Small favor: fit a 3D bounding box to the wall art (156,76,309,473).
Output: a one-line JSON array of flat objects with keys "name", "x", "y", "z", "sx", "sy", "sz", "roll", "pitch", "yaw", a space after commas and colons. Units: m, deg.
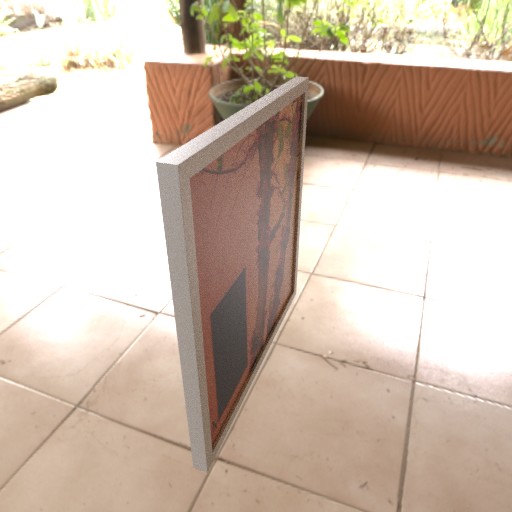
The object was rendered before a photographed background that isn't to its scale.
[{"name": "wall art", "x": 0.000, "y": 0.000, "z": 1.163, "sx": 0.038, "sy": 0.762, "sz": 0.762, "roll": 11, "pitch": 33, "yaw": 17}]
